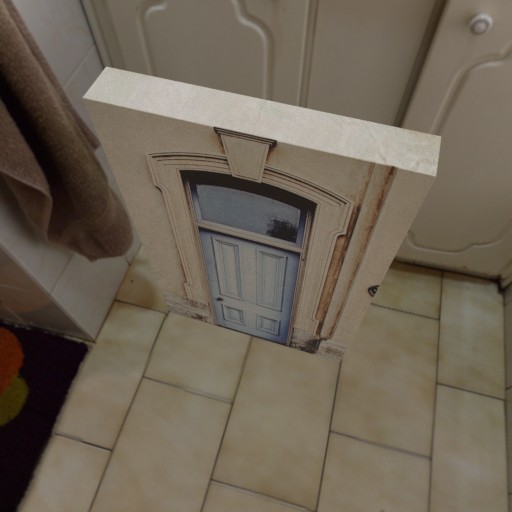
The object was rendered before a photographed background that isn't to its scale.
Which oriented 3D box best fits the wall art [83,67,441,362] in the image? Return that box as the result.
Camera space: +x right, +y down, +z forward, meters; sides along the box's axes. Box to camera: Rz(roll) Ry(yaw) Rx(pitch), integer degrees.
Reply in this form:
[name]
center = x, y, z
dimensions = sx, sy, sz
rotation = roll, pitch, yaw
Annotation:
[wall art]
center = 0.000, 0.000, 0.476
dimensions = 0.254, 0.381, 0.038
rotation = 15, 60, 9
